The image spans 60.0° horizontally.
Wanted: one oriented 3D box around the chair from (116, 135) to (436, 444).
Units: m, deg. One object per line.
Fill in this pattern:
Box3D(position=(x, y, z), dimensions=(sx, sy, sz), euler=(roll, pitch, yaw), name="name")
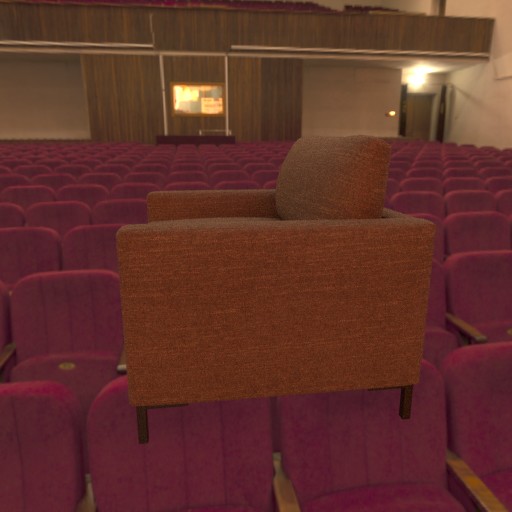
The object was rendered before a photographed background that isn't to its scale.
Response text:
Box3D(position=(0.000, 0.000, 1.590), dimensions=(0.845, 0.841, 0.940), euler=(-2, 14, -8), name="chair")
